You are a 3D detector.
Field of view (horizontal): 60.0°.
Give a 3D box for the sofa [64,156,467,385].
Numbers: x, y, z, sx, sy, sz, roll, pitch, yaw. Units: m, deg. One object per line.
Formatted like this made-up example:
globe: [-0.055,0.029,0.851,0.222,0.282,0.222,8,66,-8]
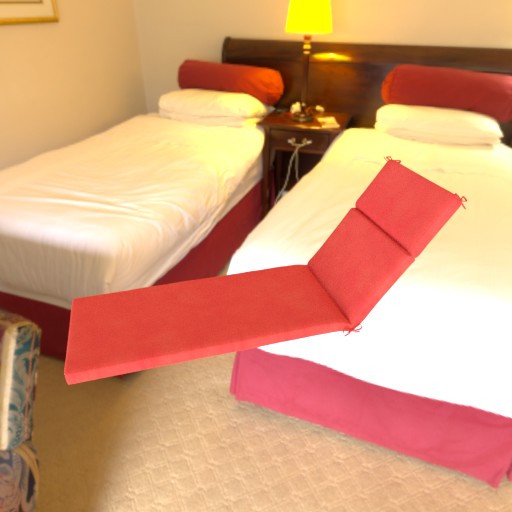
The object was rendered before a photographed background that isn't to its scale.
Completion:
sofa: [0.000,0.000,1.957,1.663,0.622,0.582,-8,31,-14]
